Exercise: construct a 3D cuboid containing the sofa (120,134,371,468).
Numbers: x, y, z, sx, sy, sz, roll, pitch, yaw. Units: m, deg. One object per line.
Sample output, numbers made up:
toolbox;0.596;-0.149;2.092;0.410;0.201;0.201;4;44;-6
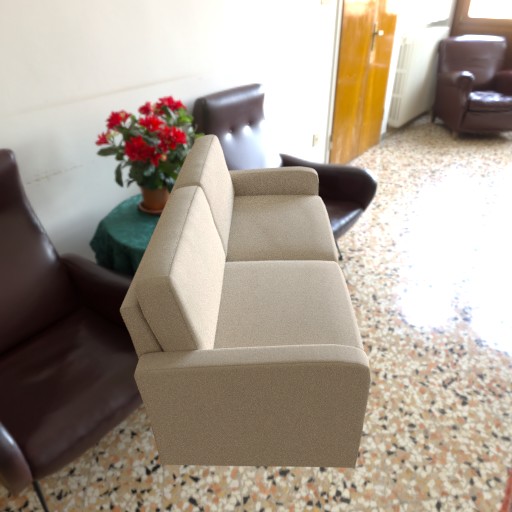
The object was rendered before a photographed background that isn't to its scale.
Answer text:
sofa;0.000;0.000;2.295;0.894;0.831;1.808;0;32;1
